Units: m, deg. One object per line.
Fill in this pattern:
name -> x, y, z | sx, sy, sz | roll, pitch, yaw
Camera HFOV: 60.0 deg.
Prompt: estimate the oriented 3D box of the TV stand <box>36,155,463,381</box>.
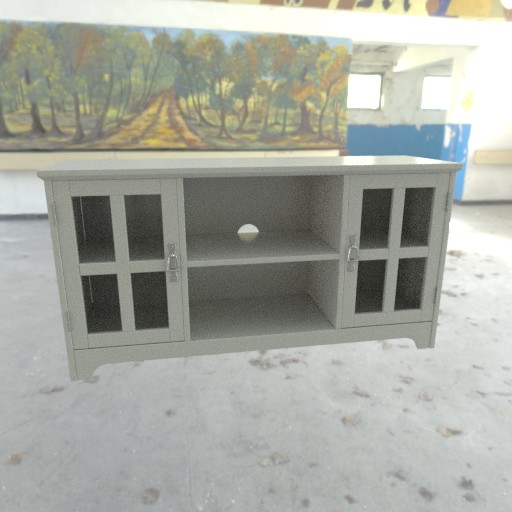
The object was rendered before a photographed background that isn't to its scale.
TV stand -> 0.000, 0.000, 1.442 | 1.167, 0.603, 0.344 | -3, 17, -10
